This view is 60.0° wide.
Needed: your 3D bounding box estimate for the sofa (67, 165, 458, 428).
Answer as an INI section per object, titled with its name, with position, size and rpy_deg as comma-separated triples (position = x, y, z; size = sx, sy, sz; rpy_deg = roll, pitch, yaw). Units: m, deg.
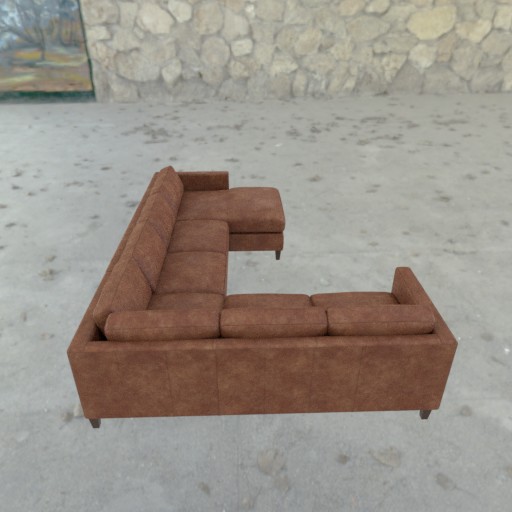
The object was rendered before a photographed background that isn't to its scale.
[sofa]
position = 0.000, 0.000, 4.331
size = 2.452, 0.888, 3.324
rpy_deg = -1, 30, -2
